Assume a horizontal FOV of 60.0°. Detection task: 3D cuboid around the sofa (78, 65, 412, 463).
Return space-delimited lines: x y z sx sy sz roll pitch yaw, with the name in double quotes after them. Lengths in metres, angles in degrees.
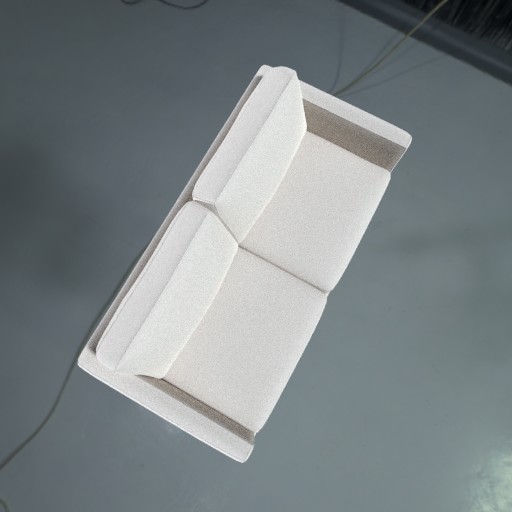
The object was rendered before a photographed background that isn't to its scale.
0.000 0.000 2.274 0.873 0.888 1.722 28 78 6 "sofa"
